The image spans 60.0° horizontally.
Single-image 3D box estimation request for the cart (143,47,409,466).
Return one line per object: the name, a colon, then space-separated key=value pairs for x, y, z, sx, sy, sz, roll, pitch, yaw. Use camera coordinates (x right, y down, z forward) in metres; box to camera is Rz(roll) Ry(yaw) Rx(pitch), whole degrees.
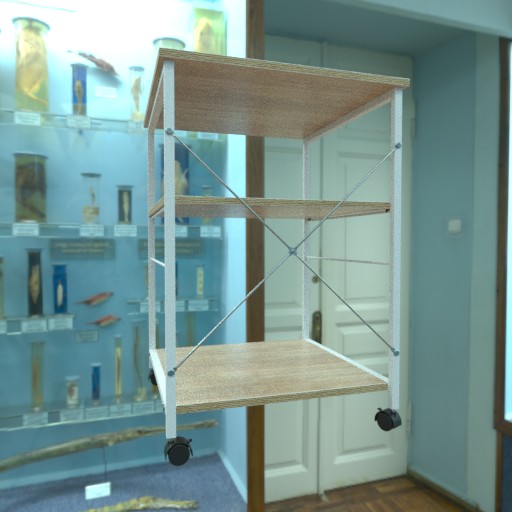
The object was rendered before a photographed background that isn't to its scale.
cart: x=0.000 y=0.000 z=1.122 sx=0.521 sy=0.762 sz=0.520 roll=-1 pitch=2 yaw=-17
